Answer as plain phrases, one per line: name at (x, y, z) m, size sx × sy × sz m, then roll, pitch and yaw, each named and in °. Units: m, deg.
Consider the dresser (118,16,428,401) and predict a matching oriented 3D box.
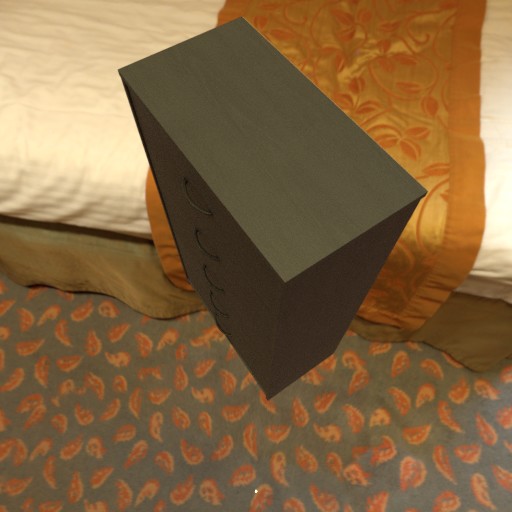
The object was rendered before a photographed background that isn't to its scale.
dresser at (0.000, 0.000, 1.564) m, size 0.399 × 1.255 × 0.704 m, roll -31°, pitch 66°, yaw -15°
